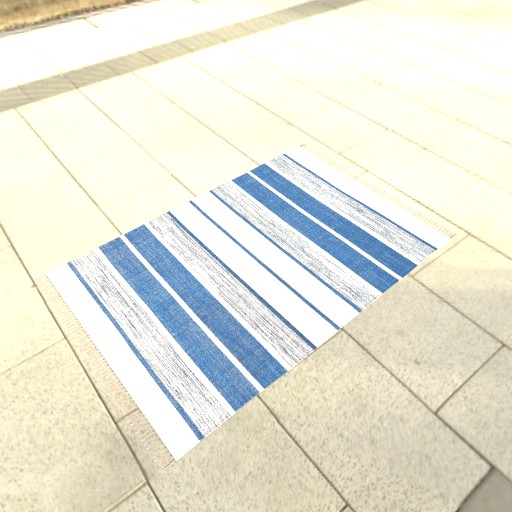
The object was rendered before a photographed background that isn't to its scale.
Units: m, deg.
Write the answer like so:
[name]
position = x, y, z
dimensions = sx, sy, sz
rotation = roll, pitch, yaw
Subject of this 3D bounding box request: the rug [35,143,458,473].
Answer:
[rug]
position = 0.000, 0.000, 2.983
dimensions = 2.441, 0.010, 1.532
rotation = -32, 54, -26
